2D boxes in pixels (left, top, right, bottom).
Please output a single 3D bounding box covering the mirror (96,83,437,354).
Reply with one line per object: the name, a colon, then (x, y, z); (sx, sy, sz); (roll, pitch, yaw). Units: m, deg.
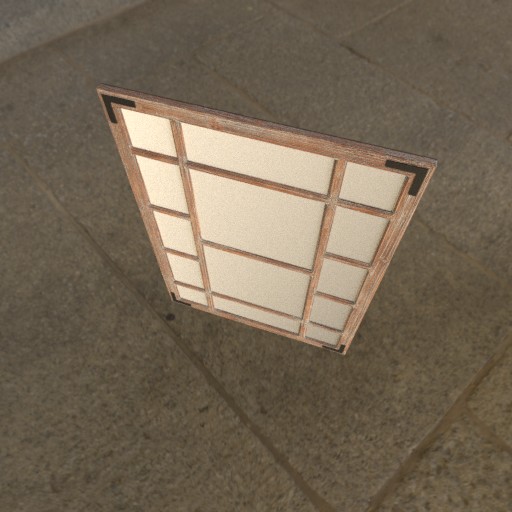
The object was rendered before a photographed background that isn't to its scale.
mirror: (0.000, 0.000, 1.298); (0.705, 0.996, 0.025); (16, 59, 10)
